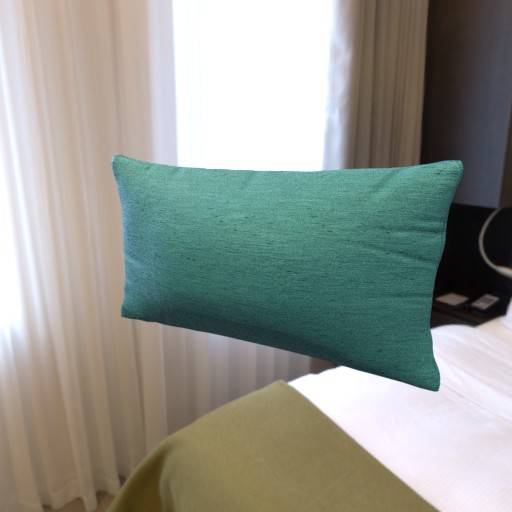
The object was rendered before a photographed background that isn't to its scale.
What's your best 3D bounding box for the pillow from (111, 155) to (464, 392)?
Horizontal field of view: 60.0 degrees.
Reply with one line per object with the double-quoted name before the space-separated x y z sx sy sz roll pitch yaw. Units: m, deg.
"pillow" 0.000 0.000 0.774 0.633 0.338 0.210 7 16 27
